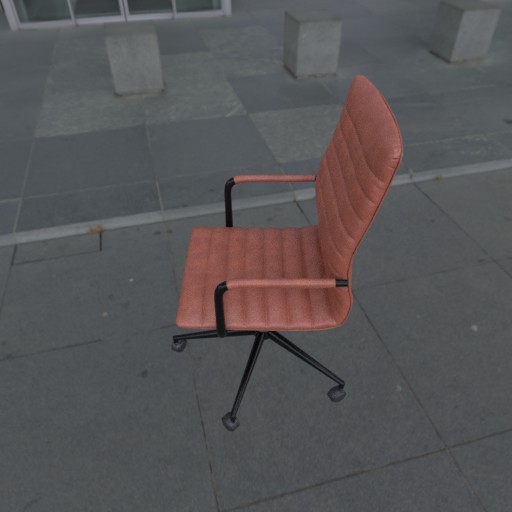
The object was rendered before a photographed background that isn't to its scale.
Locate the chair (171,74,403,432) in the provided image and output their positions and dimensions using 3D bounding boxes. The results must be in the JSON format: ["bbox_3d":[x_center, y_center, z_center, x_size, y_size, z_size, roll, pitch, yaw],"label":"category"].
[{"bbox_3d":[0.000,0.000,1.245,0.578,0.878,0.600,0,41,0],"label":"chair"}]
